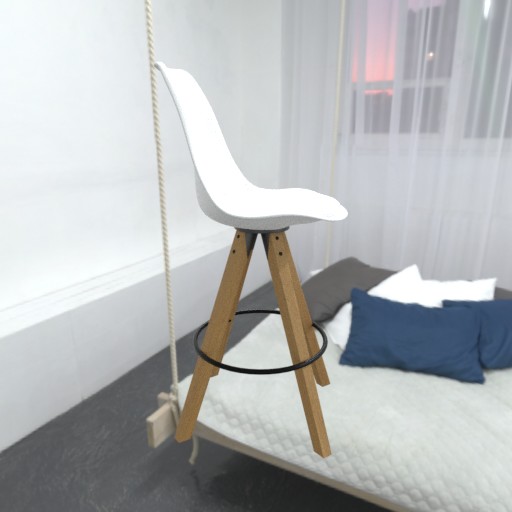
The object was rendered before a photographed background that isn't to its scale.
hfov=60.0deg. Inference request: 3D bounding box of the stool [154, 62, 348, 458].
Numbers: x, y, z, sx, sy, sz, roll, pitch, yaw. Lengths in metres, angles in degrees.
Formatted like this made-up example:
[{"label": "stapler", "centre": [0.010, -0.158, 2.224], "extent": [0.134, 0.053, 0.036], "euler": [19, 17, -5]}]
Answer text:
[{"label": "stool", "centre": [0.000, 0.000, 1.395], "extent": [0.549, 1.115, 0.482], "euler": [2, 17, 8]}]
